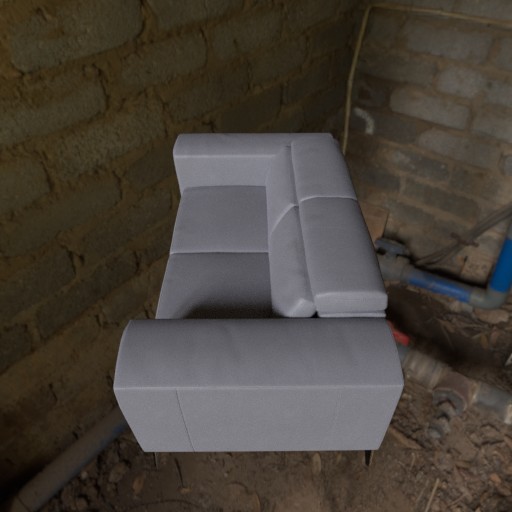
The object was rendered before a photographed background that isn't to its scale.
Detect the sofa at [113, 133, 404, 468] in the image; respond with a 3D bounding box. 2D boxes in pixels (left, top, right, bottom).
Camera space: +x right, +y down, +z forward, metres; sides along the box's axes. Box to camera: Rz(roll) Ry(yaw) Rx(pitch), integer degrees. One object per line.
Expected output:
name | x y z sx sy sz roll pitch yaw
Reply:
sofa | 0.000 0.000 2.326 1.003 0.779 1.895 0 41 0
